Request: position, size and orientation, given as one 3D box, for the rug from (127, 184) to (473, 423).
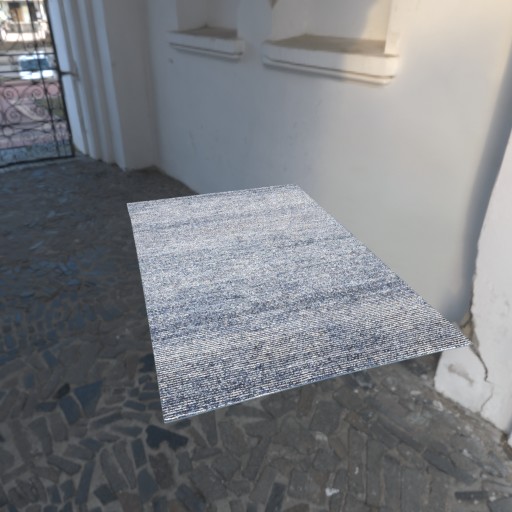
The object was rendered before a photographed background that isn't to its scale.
[{"bbox_3d":[0.000,0.000,2.192,1.135,0.010,1.740,-9,31,-15],"label":"rug"}]
